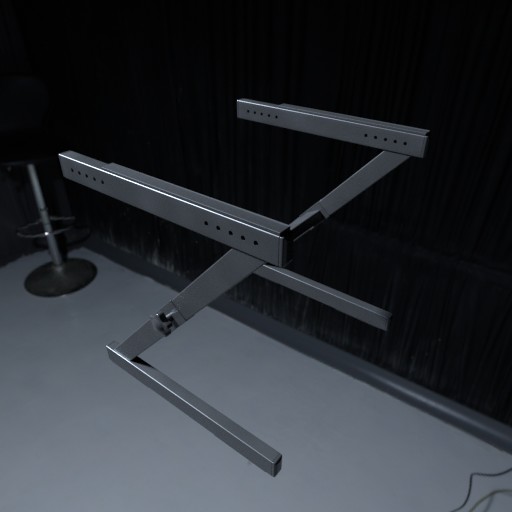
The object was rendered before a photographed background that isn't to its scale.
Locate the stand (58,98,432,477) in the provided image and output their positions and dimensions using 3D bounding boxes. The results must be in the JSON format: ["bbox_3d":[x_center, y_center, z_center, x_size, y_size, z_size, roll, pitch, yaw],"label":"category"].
[{"bbox_3d":[0.000,0.000,1.161,0.586,0.617,0.700,23,39,31],"label":"stand"}]
